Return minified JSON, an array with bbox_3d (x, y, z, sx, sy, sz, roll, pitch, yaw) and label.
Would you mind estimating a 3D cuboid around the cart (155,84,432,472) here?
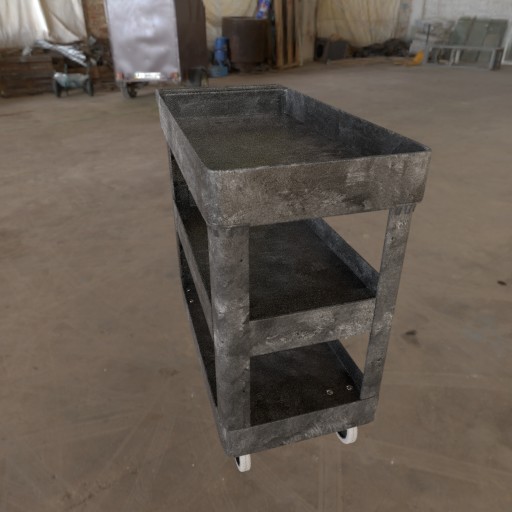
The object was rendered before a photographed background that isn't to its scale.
[{"bbox_3d":[0.000,0.000,1.298,0.420,0.824,0.877,-8,30,-14],"label":"cart"}]
